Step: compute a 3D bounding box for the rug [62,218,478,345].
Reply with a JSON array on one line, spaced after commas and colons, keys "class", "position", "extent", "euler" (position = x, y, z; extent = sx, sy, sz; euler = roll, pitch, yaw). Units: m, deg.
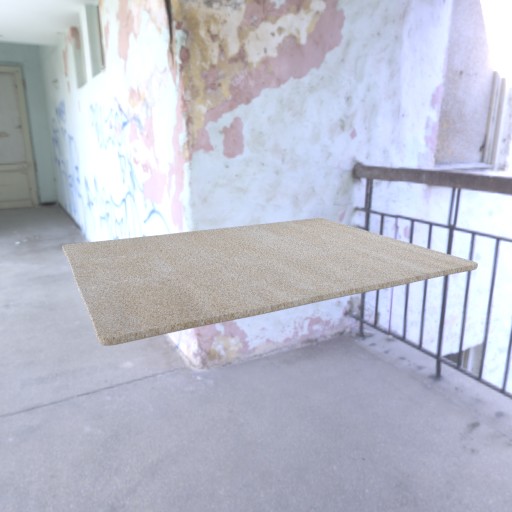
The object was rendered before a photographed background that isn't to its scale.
[{"class": "rug", "position": [0.000, 0.000, 2.097], "extent": [1.600, 0.025, 1.199], "euler": [-8, 18, -26]}]
